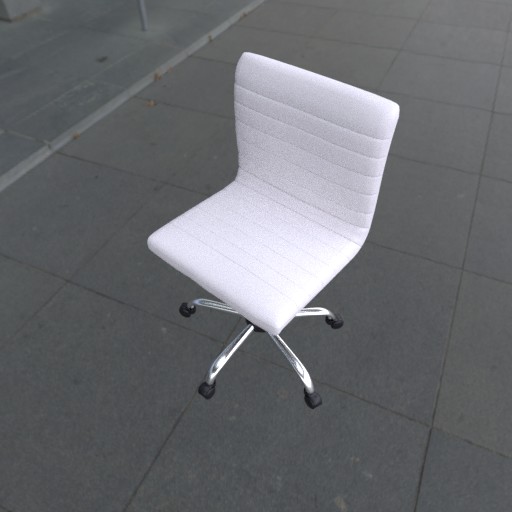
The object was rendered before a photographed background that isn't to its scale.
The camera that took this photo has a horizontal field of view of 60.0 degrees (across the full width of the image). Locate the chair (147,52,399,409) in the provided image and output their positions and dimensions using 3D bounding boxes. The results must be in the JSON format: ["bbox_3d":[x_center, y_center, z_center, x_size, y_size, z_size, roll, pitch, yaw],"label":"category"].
[{"bbox_3d":[0.000,0.000,1.043,0.520,0.750,0.455,31,54,26],"label":"chair"}]
